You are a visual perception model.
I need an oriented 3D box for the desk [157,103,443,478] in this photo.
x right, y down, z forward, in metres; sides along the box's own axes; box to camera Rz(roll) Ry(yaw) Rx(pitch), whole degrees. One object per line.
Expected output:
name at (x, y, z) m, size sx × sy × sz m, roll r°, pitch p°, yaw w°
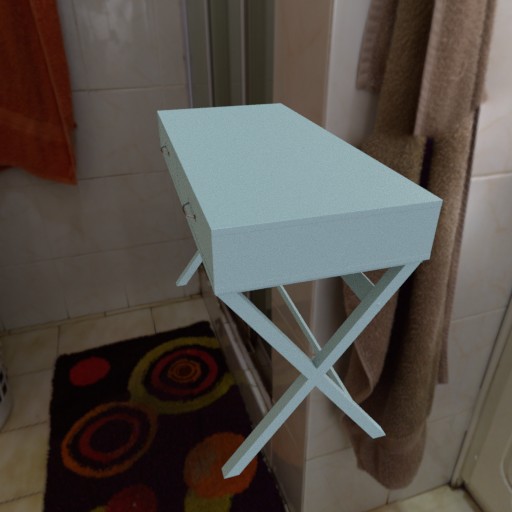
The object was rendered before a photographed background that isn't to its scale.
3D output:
desk at (0.000, 0.000, 1.519) m, size 0.525 × 0.780 × 1.057 m, roll -8°, pitch 31°, yaw -14°
